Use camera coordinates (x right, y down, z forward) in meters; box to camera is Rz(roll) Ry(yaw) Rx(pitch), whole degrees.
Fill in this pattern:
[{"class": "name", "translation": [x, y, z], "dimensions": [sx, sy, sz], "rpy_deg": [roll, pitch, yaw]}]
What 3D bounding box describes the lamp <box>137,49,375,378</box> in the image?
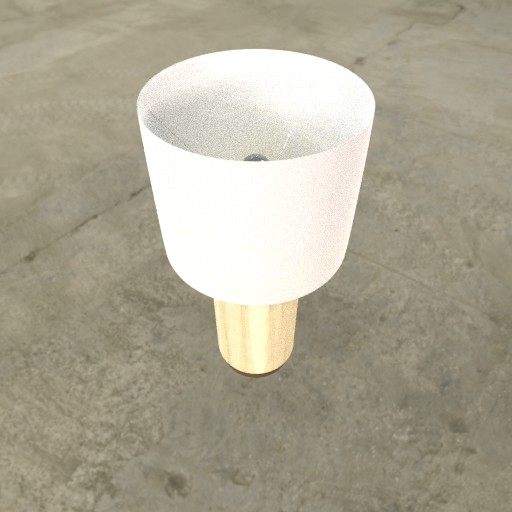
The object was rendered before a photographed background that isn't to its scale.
[{"class": "lamp", "translation": [0.000, 0.000, 0.586], "dimensions": [0.228, 0.444, 0.228], "rpy_deg": [-17, 48, -16]}]
